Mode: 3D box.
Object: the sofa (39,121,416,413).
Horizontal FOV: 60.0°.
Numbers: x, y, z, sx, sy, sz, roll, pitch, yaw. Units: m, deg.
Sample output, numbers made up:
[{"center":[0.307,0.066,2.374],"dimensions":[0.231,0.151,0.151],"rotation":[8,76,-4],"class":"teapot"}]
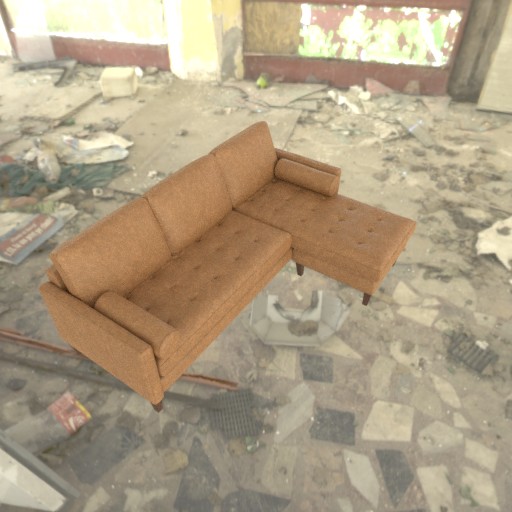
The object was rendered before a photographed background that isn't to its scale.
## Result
[{"center":[0.000,0.000,2.951],"dimensions":[1.506,0.876,2.178],"rotation":[24,47,25],"class":"sofa"}]
